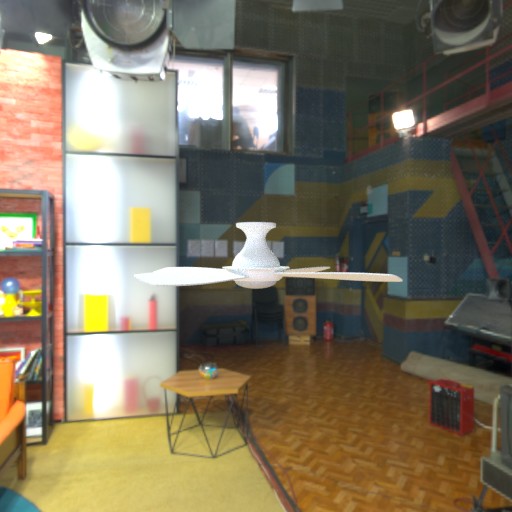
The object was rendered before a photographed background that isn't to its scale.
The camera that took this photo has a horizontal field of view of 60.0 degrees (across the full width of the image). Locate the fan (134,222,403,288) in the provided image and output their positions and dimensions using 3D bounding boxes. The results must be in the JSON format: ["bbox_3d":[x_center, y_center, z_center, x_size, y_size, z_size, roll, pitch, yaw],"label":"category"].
[{"bbox_3d":[0.000,0.000,2.606,1.693,0.382,1.694,0,0,36],"label":"fan"}]
